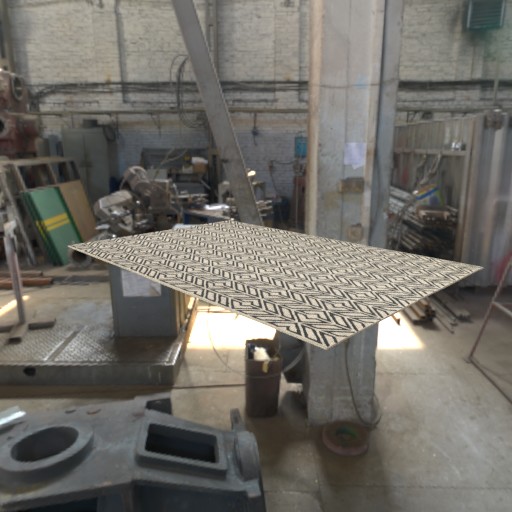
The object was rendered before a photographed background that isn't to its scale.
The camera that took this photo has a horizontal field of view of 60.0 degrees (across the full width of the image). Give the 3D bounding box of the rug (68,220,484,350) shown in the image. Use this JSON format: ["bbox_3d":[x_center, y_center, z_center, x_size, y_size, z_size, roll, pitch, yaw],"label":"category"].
[{"bbox_3d":[0.000,0.000,2.311,1.220,0.007,1.828,-14,20,-43],"label":"rug"}]
